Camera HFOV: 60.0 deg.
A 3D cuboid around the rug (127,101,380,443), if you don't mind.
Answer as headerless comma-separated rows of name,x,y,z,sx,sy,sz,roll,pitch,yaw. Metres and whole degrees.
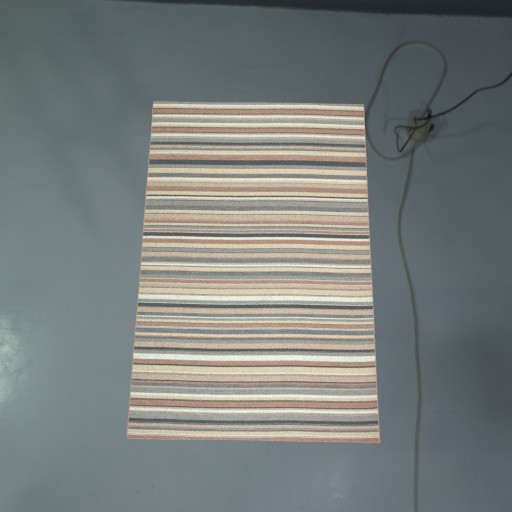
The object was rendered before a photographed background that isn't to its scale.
rug,0.000,0.000,2.348,1.219,0.008,1.829,1,76,0
